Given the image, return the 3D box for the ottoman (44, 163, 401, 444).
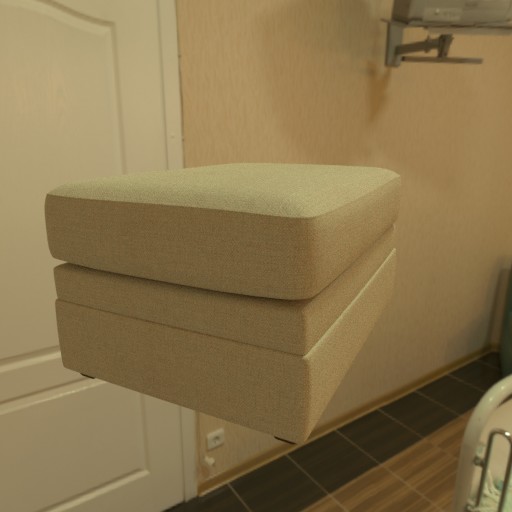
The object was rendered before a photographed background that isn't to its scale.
[{"bbox_3d":[0.000,0.000,1.223,0.637,0.478,0.885,8,17,26],"label":"ottoman"}]
